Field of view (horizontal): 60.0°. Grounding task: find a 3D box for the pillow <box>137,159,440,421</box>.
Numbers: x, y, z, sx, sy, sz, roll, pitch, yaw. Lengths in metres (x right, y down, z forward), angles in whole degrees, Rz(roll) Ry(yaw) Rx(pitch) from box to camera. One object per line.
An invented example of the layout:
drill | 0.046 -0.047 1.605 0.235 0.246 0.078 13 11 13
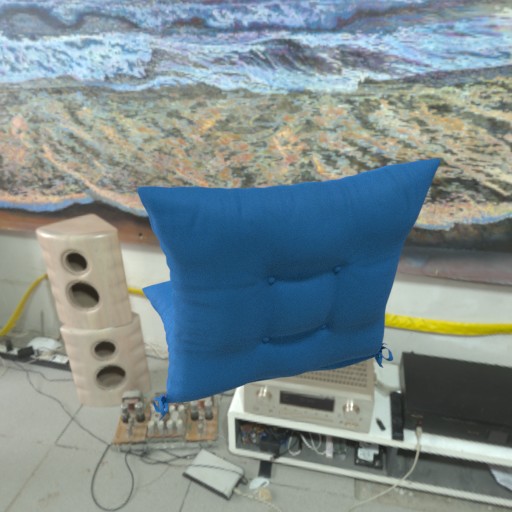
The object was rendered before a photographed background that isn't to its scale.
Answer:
pillow | 0.000 0.000 1.007 0.541 0.536 0.585 -9 29 -16
